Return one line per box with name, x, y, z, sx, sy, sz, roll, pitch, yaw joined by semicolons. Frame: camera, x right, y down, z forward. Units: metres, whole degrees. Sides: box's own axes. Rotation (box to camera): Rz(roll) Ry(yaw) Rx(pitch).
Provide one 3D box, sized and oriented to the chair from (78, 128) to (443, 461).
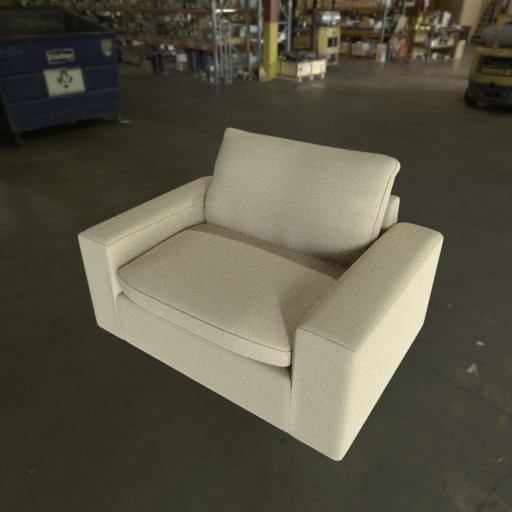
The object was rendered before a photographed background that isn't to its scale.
chair;0.000;0.000;2.072;1.398;0.915;1.039;19;35;30
